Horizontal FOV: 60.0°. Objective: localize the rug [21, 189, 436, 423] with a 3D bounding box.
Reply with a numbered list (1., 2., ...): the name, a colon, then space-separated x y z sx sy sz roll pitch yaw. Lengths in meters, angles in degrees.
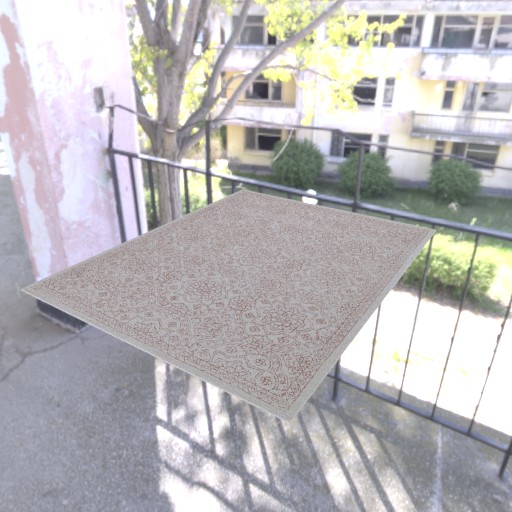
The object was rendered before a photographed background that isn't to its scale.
1. rug: 0.000 0.000 4.031 2.441 0.015 3.050 16 31 30
